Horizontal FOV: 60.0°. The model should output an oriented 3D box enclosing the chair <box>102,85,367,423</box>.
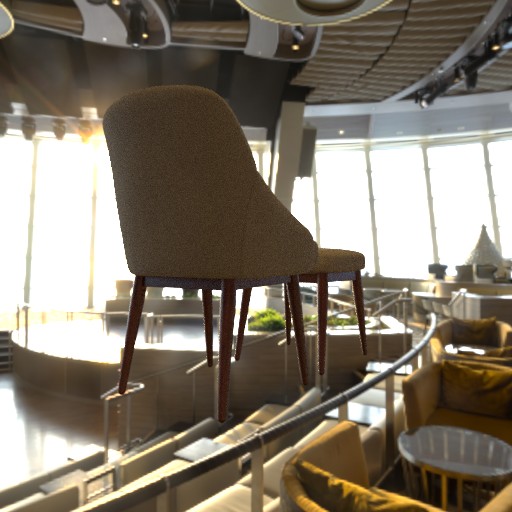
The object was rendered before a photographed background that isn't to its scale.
[{"bbox_3d":[0.000,0.000,1.617,0.584,0.866,1.114,0,0,36],"label":"chair"}]
